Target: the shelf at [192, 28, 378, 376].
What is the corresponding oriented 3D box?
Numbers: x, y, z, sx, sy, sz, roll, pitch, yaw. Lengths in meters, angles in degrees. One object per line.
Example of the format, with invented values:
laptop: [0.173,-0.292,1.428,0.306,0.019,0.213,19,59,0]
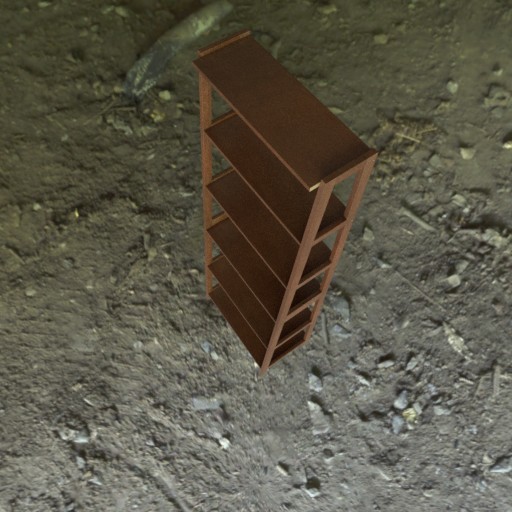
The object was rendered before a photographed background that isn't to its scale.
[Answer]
shelf: [0.000,0.000,2.160,0.382,1.892,0.660,-32,67,-15]
